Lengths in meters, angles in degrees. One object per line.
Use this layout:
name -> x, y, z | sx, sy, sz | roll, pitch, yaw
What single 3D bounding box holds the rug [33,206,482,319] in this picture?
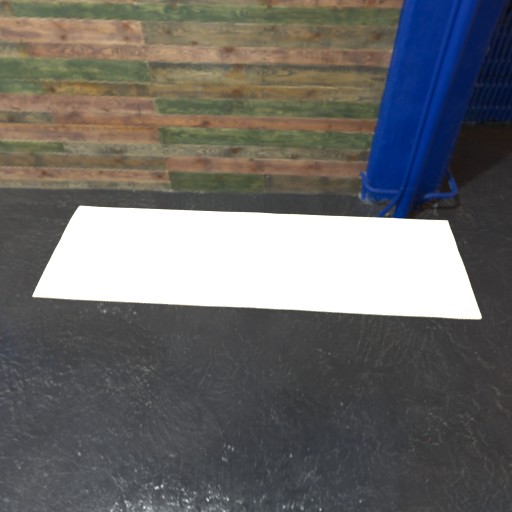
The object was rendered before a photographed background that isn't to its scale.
rug -> 0.000, 0.000, 2.661 | 2.450, 0.014, 0.793 | 3, 46, 2
